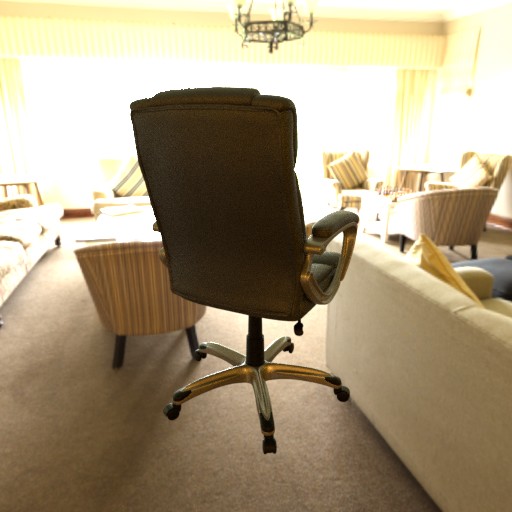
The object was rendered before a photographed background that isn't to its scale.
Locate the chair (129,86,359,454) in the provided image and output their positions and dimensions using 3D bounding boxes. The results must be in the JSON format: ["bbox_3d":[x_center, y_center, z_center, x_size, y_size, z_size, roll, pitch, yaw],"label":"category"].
[{"bbox_3d":[0.000,0.000,1.627,0.721,1.130,0.719,9,20,27],"label":"chair"}]
